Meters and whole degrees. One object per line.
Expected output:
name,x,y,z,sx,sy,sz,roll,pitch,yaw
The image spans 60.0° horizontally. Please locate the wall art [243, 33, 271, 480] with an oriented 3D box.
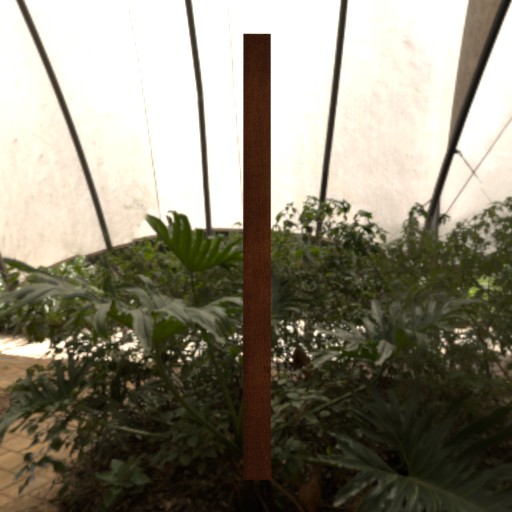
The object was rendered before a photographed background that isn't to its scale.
wall art,0.000,0.000,0.845,0.037,0.572,0.554,0,0,0
